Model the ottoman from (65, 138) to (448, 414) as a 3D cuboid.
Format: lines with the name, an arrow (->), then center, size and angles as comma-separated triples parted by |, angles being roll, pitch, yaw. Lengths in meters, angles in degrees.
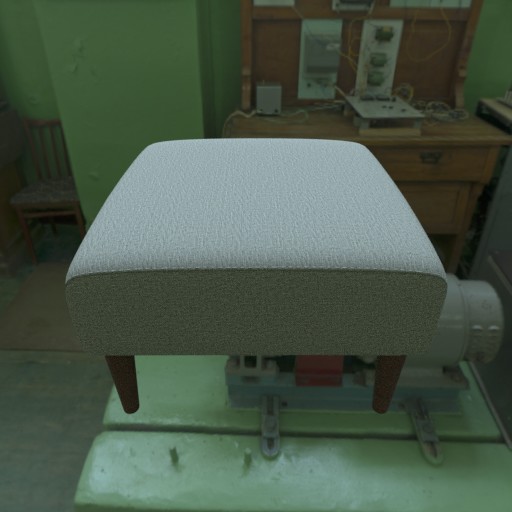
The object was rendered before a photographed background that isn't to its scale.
ottoman -> 0.000, 0.000, 1.050 | 0.649, 0.398, 0.650 | 0, 32, 0
